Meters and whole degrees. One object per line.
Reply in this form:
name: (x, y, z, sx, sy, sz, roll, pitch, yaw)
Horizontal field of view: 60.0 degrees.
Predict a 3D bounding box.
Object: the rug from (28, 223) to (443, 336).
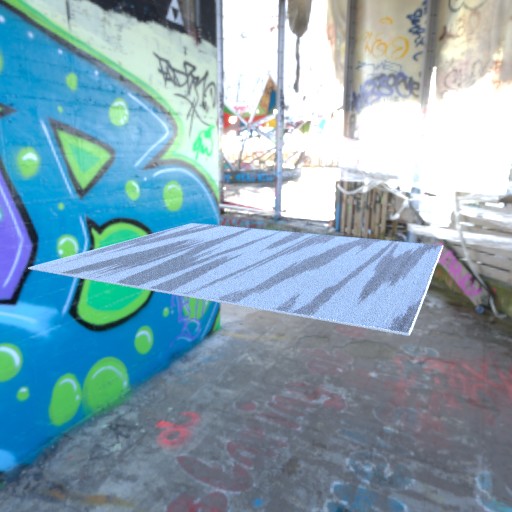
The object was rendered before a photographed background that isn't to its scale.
rug: (0.000, 0.000, 3.955, 2.945, 0.014, 2.353, 7, 16, 25)
